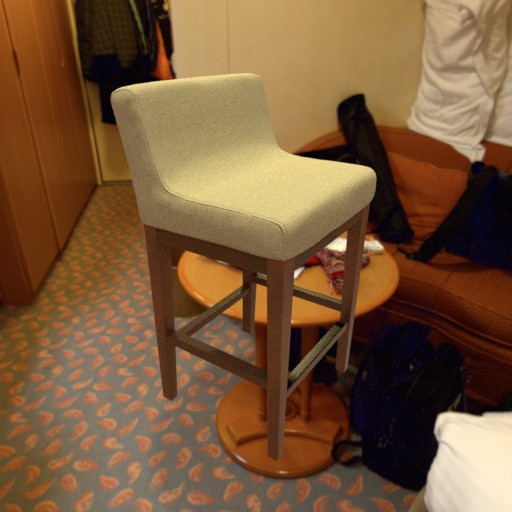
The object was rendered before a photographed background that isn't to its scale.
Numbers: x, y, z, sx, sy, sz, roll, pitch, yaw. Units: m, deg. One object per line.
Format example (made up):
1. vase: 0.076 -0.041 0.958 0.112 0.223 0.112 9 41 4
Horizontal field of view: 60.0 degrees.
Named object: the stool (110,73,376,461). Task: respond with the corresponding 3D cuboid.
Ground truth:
1. stool: 0.000 0.000 1.272 0.500 0.937 0.511 17 31 31
